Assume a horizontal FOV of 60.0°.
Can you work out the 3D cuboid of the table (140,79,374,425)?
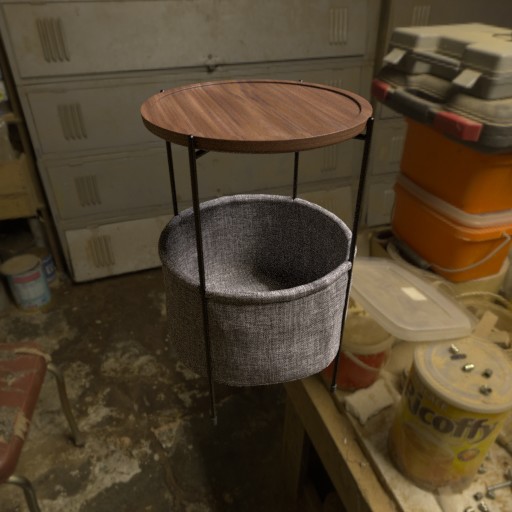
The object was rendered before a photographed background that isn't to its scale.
[{"bbox_3d":[0.000,0.000,0.923,0.400,0.623,0.400,-10,34,-15],"label":"table"}]
